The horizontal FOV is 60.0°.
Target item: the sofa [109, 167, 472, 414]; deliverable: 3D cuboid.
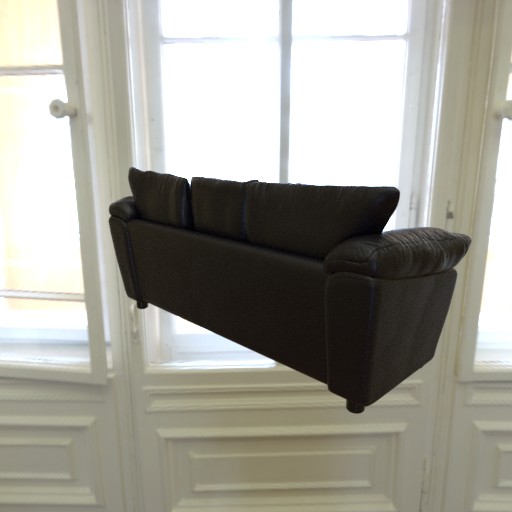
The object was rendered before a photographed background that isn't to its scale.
[{"bbox_3d":[0.000,0.000,2.842,0.880,1.073,2.336,-13,19,-43],"label":"sofa"}]
